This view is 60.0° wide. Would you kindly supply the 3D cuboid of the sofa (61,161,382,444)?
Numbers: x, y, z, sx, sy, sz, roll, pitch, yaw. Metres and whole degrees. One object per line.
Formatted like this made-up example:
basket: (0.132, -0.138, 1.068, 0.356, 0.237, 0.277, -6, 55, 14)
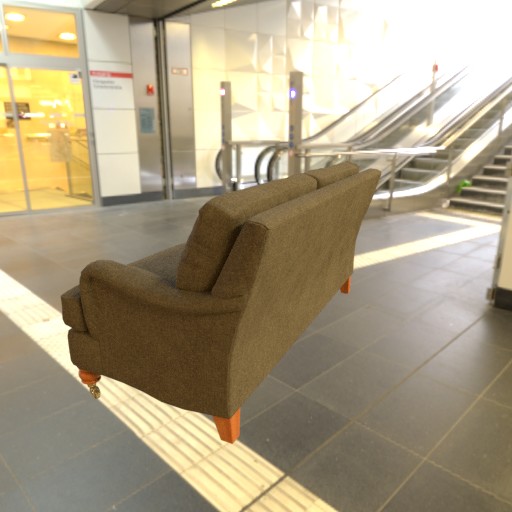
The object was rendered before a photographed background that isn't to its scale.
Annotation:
sofa: (0.000, 0.000, 2.752, 1.087, 1.054, 2.160, 8, 18, 25)
